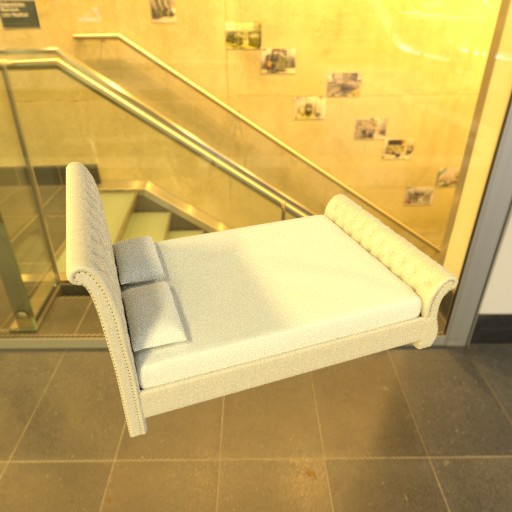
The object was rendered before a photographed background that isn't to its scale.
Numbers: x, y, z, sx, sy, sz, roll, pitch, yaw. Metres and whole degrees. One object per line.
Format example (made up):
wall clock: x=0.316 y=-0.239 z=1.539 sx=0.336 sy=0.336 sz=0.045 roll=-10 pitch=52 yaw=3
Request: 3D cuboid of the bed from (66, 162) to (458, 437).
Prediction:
bed: x=0.000 y=0.000 z=3.400 sx=2.493 sy=1.268 sz=1.606 roll=-11 pitch=32 yaw=-17
